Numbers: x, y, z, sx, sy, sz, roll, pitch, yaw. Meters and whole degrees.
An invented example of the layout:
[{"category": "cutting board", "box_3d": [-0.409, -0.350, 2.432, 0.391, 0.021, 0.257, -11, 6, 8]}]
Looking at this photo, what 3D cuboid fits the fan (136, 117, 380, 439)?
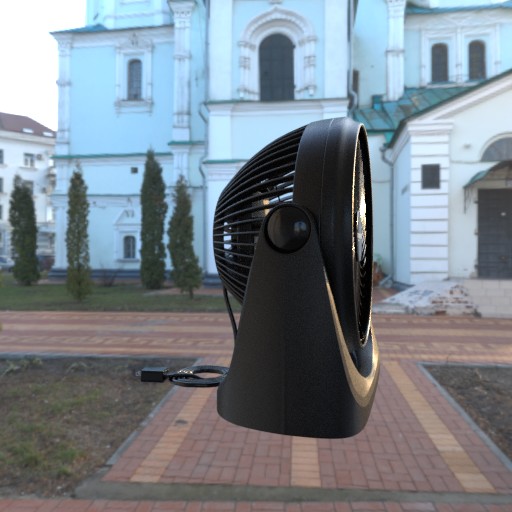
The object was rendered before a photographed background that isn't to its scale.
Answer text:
[{"category": "fan", "box_3d": [0.000, 0.000, 0.490, 0.256, 0.277, 0.273, 0, 0, 19]}]
